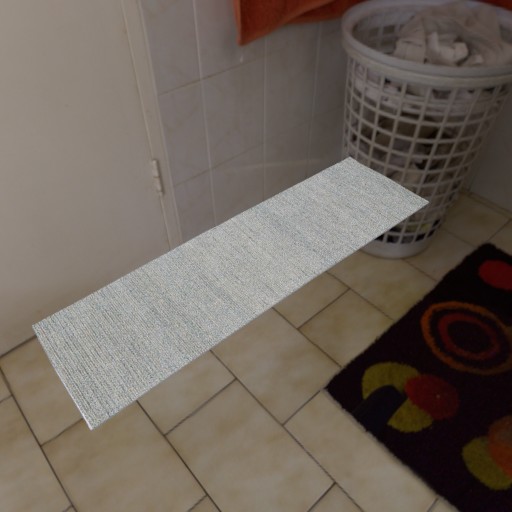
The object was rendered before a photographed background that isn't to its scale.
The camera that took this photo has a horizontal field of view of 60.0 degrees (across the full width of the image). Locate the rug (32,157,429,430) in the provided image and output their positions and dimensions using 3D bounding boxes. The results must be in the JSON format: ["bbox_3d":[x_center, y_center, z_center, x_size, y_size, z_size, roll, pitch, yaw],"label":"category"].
[{"bbox_3d":[0.000,0.000,2.530,2.341,0.037,0.675,-31,54,-26],"label":"rug"}]
